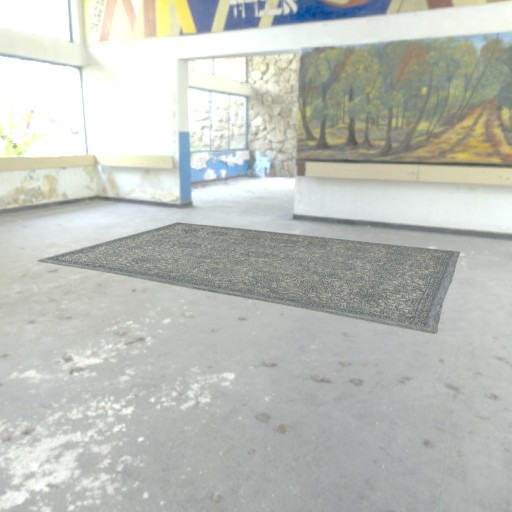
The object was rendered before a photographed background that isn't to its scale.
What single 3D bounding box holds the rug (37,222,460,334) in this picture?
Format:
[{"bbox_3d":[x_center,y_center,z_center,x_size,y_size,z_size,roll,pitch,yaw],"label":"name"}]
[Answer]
[{"bbox_3d":[0.000,0.000,3.058,2.498,0.022,1.535,8,17,26],"label":"rug"}]
